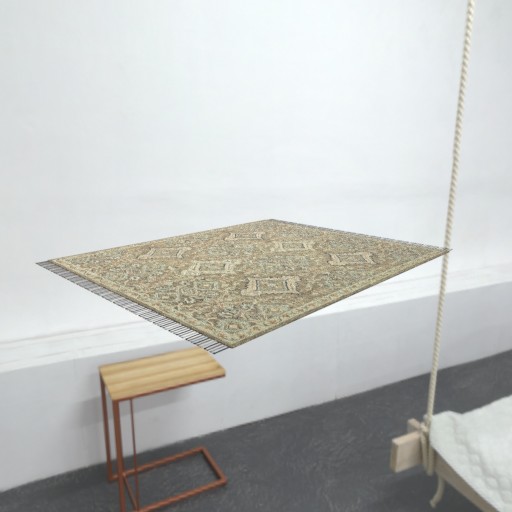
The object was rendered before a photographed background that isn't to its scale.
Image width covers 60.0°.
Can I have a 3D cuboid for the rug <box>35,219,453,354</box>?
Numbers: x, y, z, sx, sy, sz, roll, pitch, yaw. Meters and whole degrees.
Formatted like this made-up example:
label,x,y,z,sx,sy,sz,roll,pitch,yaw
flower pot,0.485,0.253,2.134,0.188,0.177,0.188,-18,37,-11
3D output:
label,x,y,z,sx,sy,sz,roll,pitch,yaw
rug,0.000,0.000,4.109,2.437,0.010,3.056,14,20,43
